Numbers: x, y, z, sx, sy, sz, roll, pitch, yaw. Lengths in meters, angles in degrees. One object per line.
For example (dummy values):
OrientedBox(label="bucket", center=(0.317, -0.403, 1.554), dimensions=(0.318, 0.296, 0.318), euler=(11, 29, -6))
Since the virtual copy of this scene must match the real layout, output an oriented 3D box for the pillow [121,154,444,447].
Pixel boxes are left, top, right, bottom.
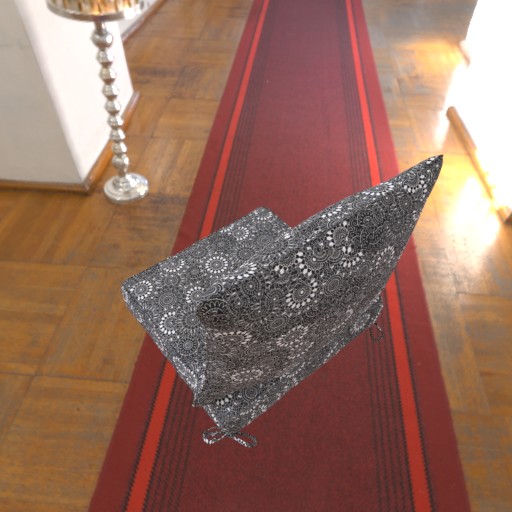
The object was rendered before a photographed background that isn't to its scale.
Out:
OrientedBox(label="pillow", center=(0.000, 0.000, 1.371), dimensions=(0.798, 0.722, 0.740), euler=(-31, 54, -26))
